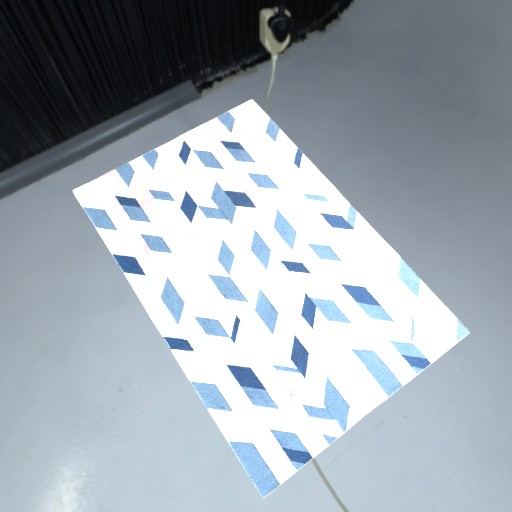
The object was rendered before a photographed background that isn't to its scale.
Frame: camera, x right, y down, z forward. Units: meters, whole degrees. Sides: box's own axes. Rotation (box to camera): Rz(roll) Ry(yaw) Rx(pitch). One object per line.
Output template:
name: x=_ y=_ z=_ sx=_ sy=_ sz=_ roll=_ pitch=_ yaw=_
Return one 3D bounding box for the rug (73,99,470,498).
rug: x=0.000 y=0.000 z=2.254 sx=1.202 sy=0.006 sz=1.813 roll=-32 pitch=68 yaw=-15
